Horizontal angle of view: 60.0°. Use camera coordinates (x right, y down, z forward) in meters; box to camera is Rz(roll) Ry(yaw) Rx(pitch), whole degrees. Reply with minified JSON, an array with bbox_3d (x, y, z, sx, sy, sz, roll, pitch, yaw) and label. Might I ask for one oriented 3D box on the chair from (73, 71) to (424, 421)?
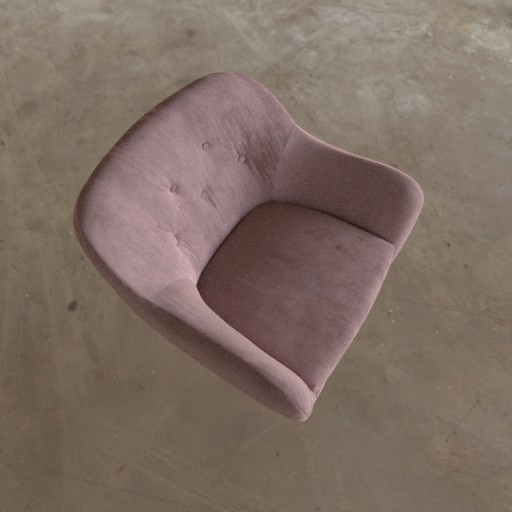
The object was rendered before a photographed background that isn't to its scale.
[{"bbox_3d":[0.000,0.000,1.497,0.820,0.820,0.840,29,63,16],"label":"chair"}]
